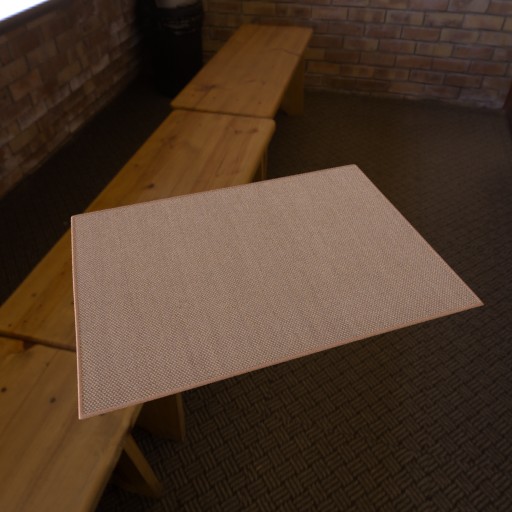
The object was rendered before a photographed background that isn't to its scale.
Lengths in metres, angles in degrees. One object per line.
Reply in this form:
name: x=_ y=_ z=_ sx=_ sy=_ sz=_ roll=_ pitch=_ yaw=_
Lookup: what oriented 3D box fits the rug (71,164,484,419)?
rug: x=0.000 y=0.000 z=2.708 sx=2.134 sy=0.013 sz=1.524 roll=-13 pitch=44 yaw=-13
